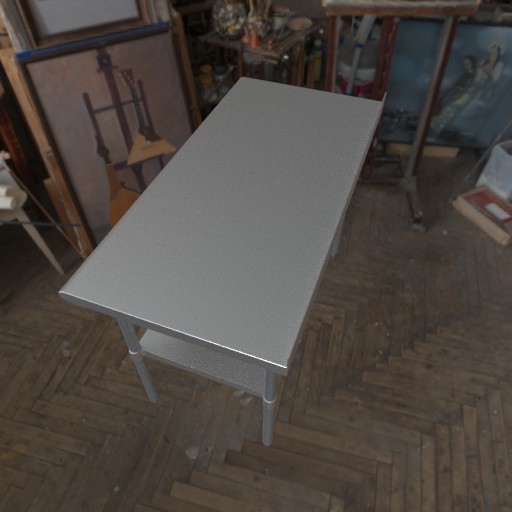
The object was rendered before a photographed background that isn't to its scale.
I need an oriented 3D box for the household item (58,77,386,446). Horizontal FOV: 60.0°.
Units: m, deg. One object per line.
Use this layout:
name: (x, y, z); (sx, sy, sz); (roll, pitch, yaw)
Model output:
household item: (0.000, 0.000, 1.706); (0.610, 0.851, 1.219); (16, 50, 14)
